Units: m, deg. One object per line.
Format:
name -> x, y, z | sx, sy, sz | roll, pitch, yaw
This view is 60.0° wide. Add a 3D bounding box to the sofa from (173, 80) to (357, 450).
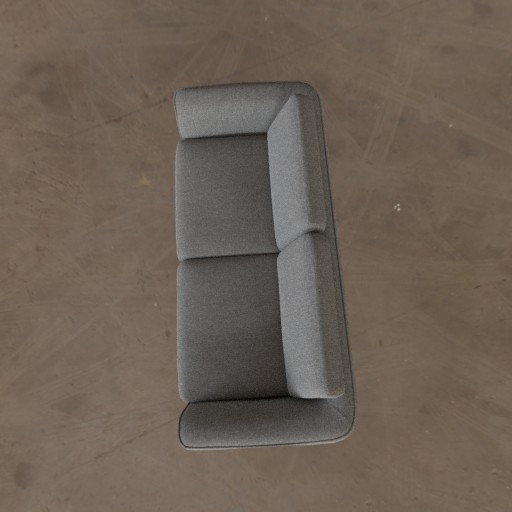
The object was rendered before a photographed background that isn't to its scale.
sofa -> 0.000, 0.000, 2.516 | 0.920, 0.870, 2.000 | -3, 74, -1
